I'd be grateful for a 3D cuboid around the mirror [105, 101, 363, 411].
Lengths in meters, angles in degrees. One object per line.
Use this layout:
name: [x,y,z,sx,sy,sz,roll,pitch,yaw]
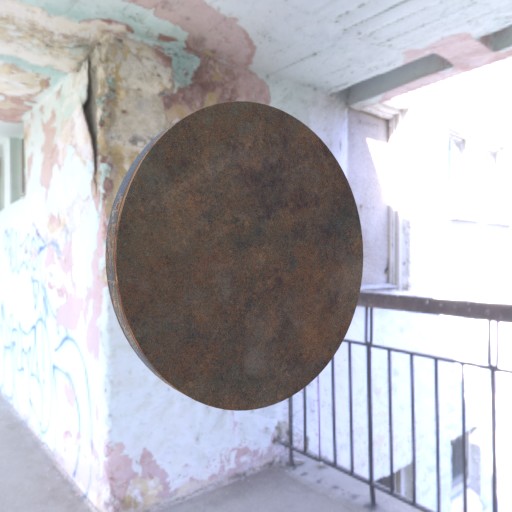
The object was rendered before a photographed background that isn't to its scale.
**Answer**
mirror: [0.000,0.000,0.880,0.585,0.585,0.061,0,0,-37]
